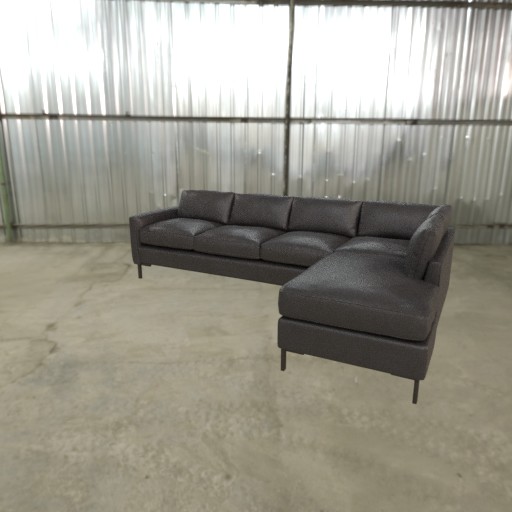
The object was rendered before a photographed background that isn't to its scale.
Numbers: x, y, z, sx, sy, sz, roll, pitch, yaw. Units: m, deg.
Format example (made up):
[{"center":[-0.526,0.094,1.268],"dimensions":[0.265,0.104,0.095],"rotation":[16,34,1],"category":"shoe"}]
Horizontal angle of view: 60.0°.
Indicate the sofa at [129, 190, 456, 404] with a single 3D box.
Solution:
[{"center":[0.000,0.000,3.738],"dimensions":[2.984,0.877,1.938],"rotation":[8,17,26],"category":"sofa"}]
